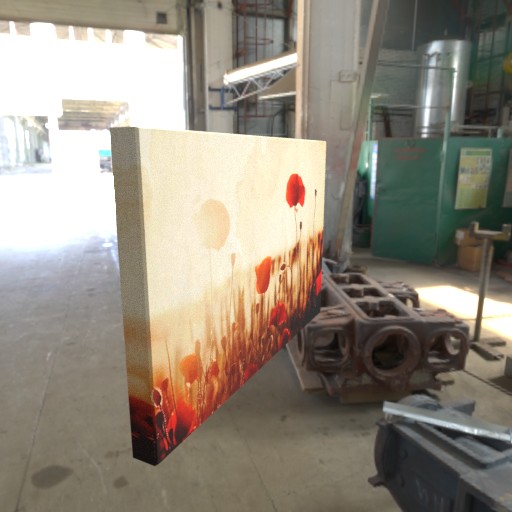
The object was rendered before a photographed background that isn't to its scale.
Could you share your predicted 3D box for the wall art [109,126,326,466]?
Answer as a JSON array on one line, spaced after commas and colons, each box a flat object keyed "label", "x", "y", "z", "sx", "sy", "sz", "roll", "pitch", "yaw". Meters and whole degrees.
[{"label": "wall art", "x": 0.000, "y": 0.000, "z": 0.773, "sx": 0.040, "sy": 0.402, "sz": 0.613, "roll": 7, "pitch": 14, "yaw": 26}]
